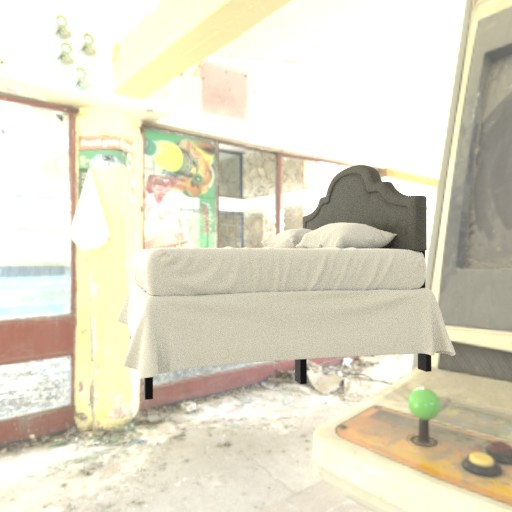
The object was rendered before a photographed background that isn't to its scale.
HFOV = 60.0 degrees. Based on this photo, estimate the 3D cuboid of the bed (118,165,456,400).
[{"bbox_3d":[0.000,0.000,3.780,2.222,1.631,2.303,0,0,-18],"label":"bed"}]
